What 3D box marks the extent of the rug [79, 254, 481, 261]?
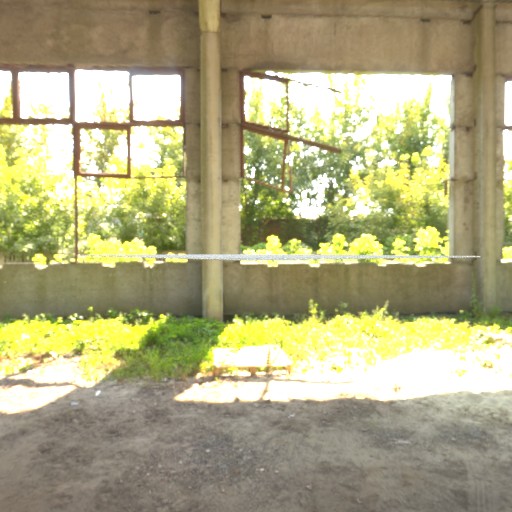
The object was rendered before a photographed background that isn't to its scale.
[{"bbox_3d":[0.000,0.000,4.106,2.363,0.012,2.980,0,1,-37],"label":"rug"}]
